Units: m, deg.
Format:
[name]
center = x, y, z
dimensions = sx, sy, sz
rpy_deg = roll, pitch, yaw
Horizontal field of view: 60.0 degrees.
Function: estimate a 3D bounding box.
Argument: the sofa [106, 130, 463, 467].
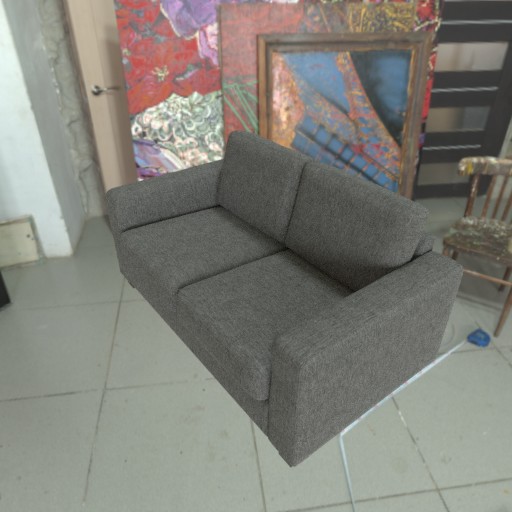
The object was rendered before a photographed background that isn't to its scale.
[sofa]
center = 0.000, 0.000, 2.057
dimensions = 0.900, 0.800, 1.520
rpy_deg = -23, 39, -31
